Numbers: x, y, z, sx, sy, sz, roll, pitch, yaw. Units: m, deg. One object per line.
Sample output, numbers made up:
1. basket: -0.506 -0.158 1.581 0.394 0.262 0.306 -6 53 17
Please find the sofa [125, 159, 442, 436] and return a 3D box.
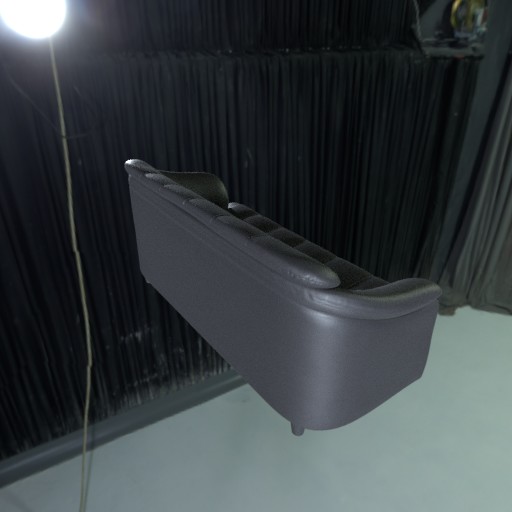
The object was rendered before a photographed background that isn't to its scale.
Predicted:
1. sofa: 0.000 0.000 2.323 0.800 0.811 1.829 -19 34 -31
